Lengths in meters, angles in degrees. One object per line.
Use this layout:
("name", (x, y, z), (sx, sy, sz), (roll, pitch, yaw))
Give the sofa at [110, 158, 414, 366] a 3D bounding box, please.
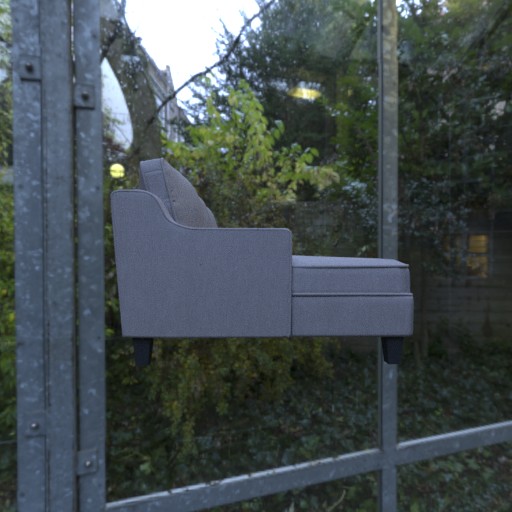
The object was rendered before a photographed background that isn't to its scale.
("sofa", (0.000, 0.000, 3.134), (1.294, 0.928, 2.561), (0, 0, -1))
